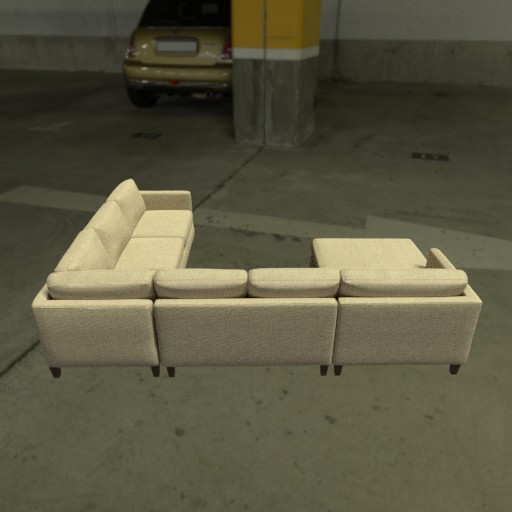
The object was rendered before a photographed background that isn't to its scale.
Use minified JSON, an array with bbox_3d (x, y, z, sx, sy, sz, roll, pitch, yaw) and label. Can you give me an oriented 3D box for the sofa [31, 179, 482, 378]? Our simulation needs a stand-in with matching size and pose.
[{"bbox_3d":[0.000,0.000,4.571,3.460,0.959,2.593,0,28,-1],"label":"sofa"}]
